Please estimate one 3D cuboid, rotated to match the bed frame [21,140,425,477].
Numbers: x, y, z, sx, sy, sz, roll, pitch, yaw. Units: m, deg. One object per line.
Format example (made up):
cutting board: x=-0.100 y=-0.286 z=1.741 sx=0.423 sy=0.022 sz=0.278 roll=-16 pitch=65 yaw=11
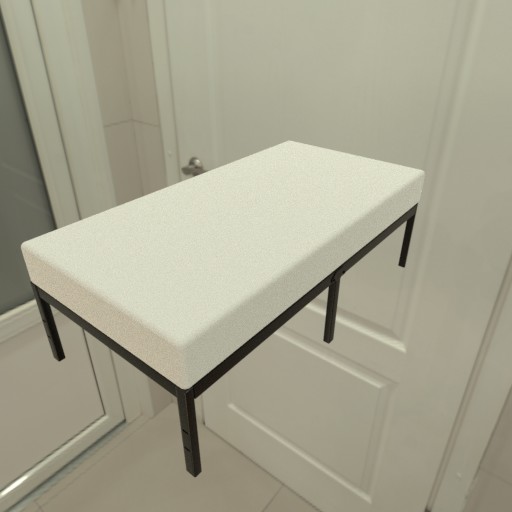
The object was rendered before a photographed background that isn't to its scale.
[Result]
bed frame: x=0.000 y=0.000 z=2.406 sx=1.023 sy=0.659 sz=1.950 roll=23 pitch=38 yaw=33
